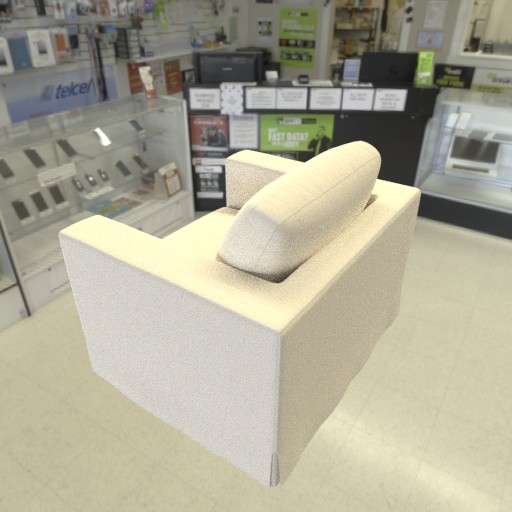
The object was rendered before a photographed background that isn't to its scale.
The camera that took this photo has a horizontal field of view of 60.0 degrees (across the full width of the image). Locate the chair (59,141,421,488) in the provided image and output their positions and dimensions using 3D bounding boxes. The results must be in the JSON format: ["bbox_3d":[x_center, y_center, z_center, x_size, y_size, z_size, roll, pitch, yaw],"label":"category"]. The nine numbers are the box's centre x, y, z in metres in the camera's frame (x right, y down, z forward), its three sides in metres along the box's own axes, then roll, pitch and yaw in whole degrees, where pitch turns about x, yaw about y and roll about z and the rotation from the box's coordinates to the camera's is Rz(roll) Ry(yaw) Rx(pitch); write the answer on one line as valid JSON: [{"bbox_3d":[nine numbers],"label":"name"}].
[{"bbox_3d":[0.000,0.000,1.808,0.957,0.878,1.150,20,37,29],"label":"chair"}]
